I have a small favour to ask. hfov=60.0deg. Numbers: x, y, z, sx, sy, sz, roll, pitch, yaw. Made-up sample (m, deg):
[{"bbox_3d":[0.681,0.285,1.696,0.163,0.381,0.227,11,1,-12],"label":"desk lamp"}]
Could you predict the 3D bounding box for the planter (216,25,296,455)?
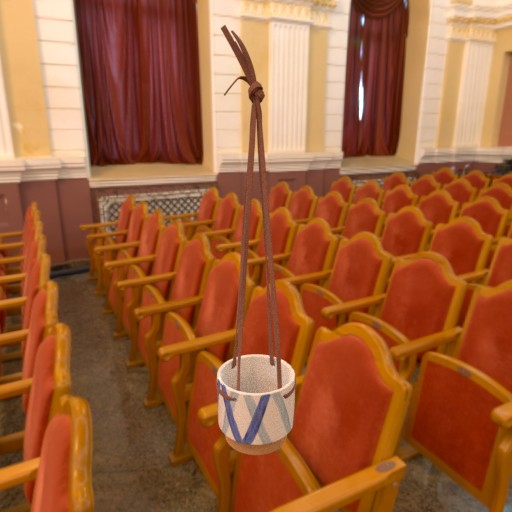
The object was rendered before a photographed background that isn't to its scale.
[{"bbox_3d":[0.000,0.000,0.803,0.157,0.753,0.153,-8,17,-26],"label":"planter"}]
